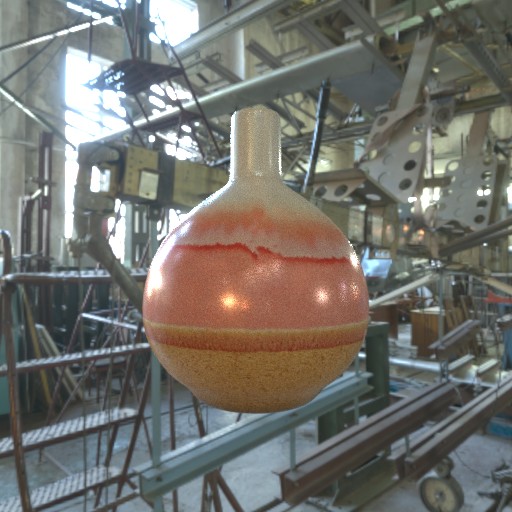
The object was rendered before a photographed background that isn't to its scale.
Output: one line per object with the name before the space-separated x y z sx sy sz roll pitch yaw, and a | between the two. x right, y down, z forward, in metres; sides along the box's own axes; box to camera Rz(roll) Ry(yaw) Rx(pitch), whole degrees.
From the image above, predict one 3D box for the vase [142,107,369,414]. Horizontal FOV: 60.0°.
vase | 0.000 0.000 0.276 0.137 0.176 0.137 0 -1 0
